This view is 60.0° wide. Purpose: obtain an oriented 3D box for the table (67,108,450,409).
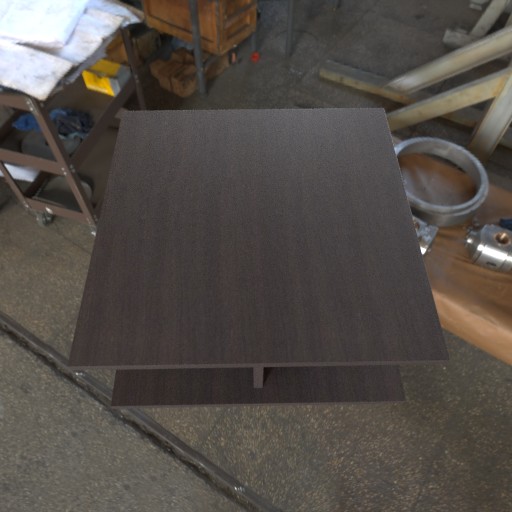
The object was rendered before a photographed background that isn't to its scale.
[{"bbox_3d":[0.000,0.000,1.252,0.762,0.396,0.762,-1,57,-1],"label":"table"}]
